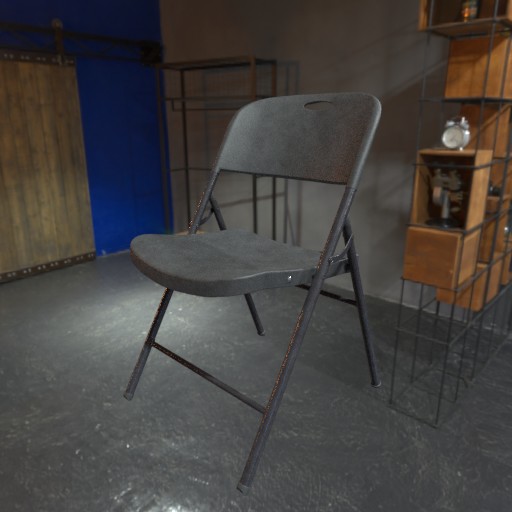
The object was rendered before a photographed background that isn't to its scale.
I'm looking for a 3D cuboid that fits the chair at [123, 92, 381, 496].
[{"bbox_3d":[0.000,0.000,1.146,0.494,0.810,0.566,16,23,42],"label":"chair"}]
